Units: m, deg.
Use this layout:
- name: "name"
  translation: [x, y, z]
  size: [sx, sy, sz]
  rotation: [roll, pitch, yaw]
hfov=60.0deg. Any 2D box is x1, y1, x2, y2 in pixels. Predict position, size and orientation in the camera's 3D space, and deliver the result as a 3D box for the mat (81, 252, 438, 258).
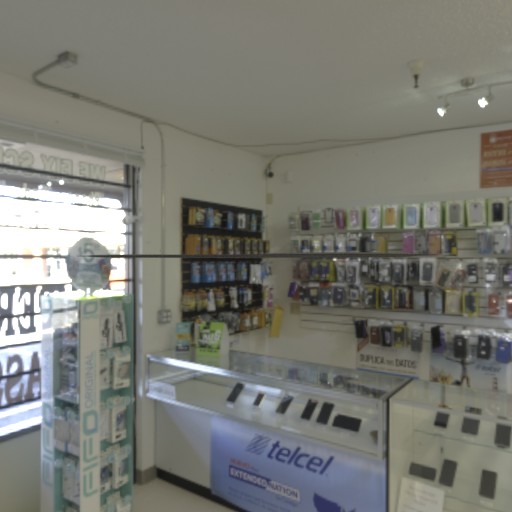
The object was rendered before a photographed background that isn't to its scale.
- name: "mat"
  translation: [0.000, 0.000, 1.850]
  size: [1.524, 0.013, 0.913]
  rotation: [0, 0, 37]
